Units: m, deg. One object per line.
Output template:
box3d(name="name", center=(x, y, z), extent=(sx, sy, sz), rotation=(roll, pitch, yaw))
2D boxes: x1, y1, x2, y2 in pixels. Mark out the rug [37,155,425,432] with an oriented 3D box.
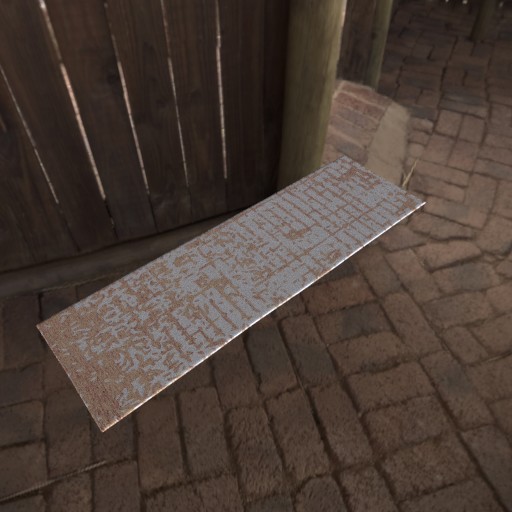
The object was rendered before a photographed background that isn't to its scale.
box3d(name="rug", center=(0.000, 0.000, 2.704), extent=(2.435, 0.011, 0.750), rotation=(-32, 54, -26))
